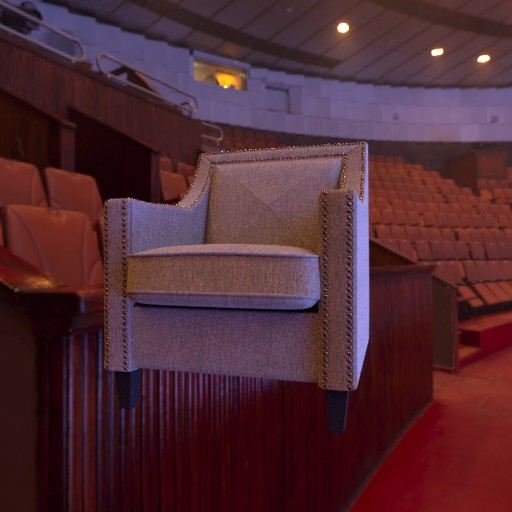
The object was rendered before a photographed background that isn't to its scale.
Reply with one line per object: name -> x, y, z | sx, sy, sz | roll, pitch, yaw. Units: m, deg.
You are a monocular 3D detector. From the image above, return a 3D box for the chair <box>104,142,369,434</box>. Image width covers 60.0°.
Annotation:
chair -> 0.000, 0.000, 1.626 | 0.776, 0.967, 0.884 | 0, 0, 17
